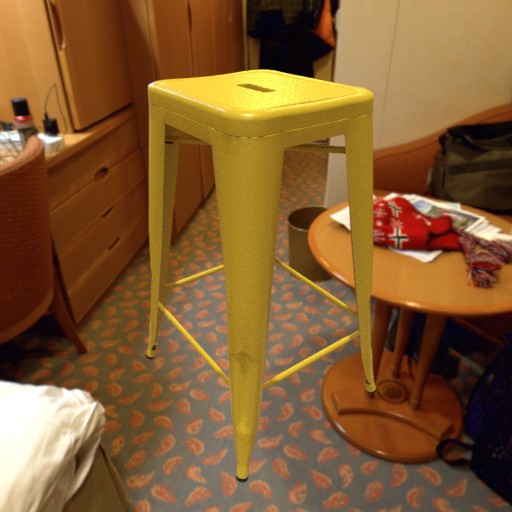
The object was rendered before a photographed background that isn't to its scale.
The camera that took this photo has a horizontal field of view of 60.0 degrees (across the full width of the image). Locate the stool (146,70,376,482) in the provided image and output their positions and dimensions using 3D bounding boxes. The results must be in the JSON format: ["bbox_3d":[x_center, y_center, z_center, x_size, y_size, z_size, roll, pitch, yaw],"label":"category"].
[{"bbox_3d":[0.000,0.000,0.838,0.359,0.609,0.399,-21,36,-31],"label":"stool"}]
